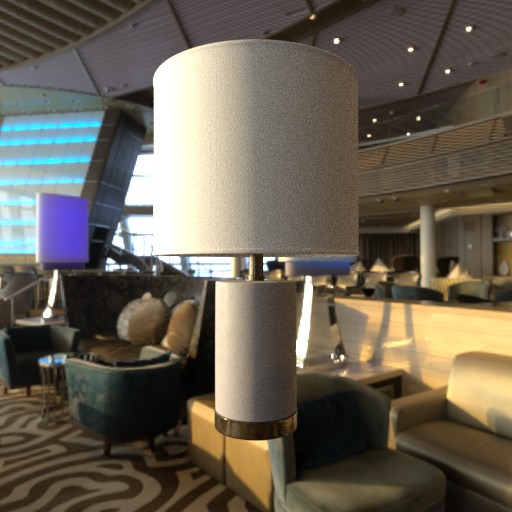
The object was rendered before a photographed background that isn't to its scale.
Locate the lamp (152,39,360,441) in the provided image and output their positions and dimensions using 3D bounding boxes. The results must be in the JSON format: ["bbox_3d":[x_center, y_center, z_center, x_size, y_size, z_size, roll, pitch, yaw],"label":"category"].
[{"bbox_3d":[0.000,0.000,0.503,0.229,0.380,0.229,0,-1,0],"label":"lamp"}]
